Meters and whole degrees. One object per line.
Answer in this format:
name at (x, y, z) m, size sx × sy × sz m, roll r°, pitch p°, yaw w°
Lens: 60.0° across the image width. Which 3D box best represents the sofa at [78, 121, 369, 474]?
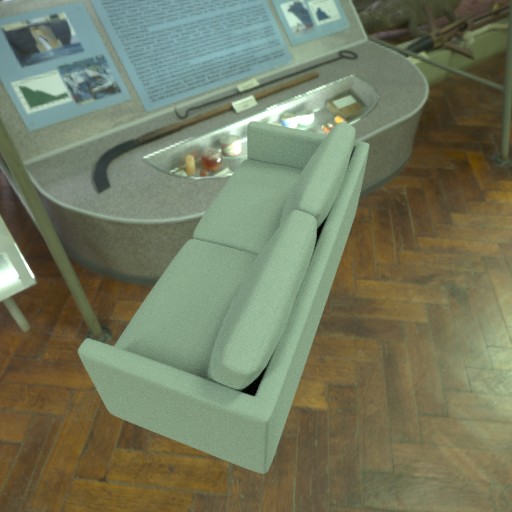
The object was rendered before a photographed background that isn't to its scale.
sofa at (0.000, 0.000, 2.770) m, size 0.951 × 0.965 × 2.208 m, roll 15°, pitch 48°, yaw 14°
